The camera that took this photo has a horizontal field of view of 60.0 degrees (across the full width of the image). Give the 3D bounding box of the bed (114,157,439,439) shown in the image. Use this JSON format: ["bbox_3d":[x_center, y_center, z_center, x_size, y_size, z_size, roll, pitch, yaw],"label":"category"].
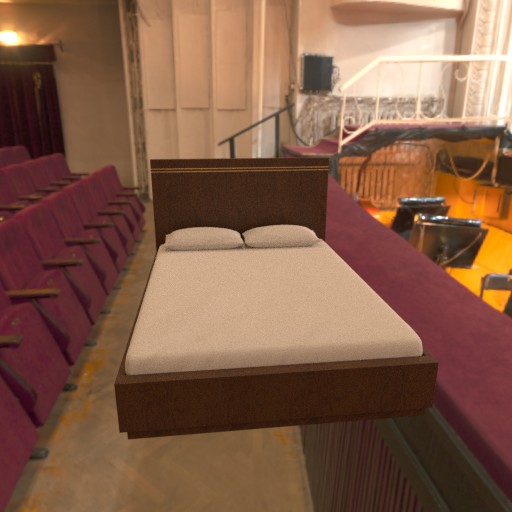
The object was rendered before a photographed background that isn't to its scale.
[{"bbox_3d":[0.000,0.000,3.148,1.613,1.169,2.221,-2,18,-7],"label":"bed"}]
